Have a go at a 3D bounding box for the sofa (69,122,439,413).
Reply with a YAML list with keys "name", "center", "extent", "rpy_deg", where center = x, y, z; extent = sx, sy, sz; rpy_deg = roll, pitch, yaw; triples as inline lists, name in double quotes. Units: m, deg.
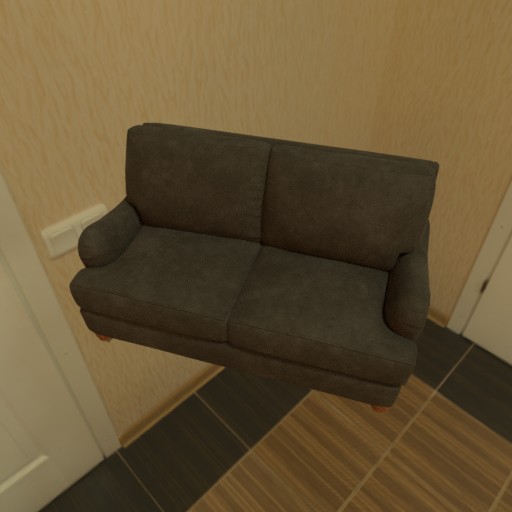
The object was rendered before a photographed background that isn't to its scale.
- name: "sofa"
  center: [0.000, 0.000, 2.537]
  extent: [1.853, 1.101, 1.084]
  rpy_deg: [11, 43, 12]
